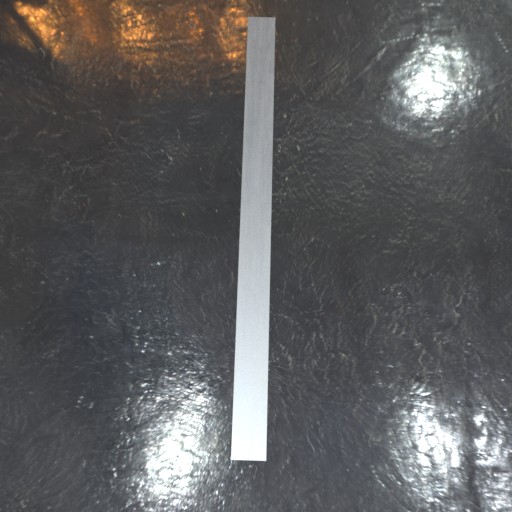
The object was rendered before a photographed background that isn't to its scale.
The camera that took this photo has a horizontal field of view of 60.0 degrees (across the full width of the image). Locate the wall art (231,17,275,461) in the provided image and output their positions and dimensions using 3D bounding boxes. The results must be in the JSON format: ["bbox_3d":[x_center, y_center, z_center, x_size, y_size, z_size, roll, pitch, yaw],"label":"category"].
[{"bbox_3d":[0.000,0.000,0.754,0.037,0.450,0.557,2,76,0],"label":"wall art"}]
